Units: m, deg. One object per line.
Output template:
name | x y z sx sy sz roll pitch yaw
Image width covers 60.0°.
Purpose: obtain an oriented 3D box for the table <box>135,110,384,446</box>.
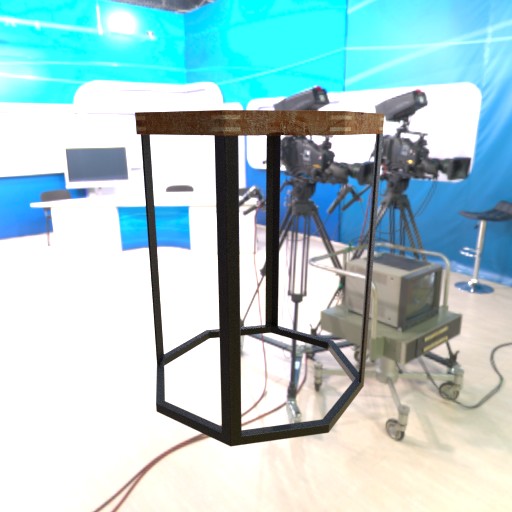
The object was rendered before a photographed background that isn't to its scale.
table | 0.000 0.000 0.892 0.458 0.543 0.458 3 17 10
